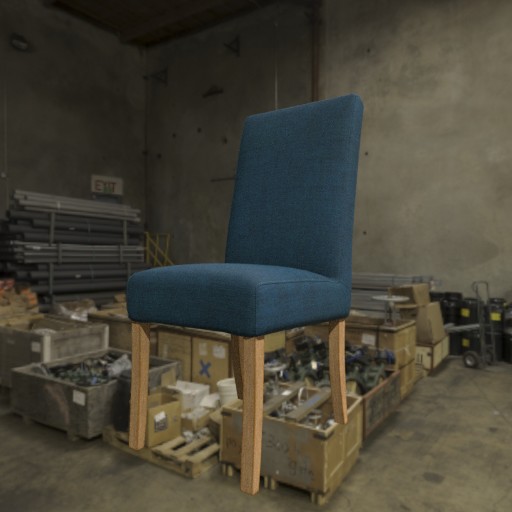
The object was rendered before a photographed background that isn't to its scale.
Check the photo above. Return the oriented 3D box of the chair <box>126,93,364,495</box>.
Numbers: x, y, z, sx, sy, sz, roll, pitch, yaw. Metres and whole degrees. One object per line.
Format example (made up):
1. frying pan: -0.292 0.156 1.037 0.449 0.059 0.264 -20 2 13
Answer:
1. chair: 0.000 0.000 1.315 0.450 1.029 0.610 0 1 35
